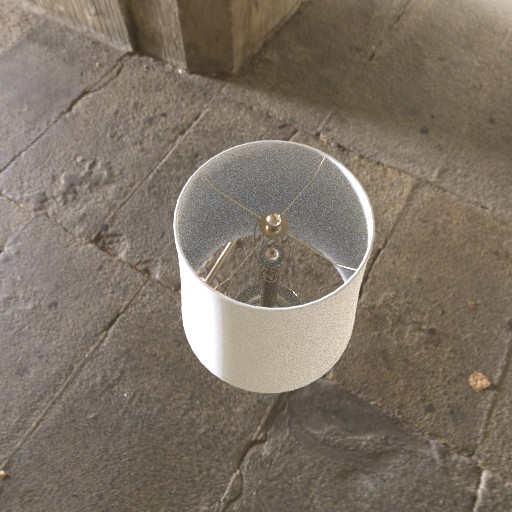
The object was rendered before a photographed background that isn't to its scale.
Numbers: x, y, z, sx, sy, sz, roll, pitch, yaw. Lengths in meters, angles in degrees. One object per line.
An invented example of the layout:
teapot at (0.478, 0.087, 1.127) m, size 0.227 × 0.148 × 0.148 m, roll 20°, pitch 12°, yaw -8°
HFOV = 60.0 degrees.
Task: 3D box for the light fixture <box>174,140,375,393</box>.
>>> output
light fixture at (0.000, 0.000, 0.585) m, size 0.223 × 0.381 × 0.348 m, roll -13°, pitch 63°, yaw -7°
